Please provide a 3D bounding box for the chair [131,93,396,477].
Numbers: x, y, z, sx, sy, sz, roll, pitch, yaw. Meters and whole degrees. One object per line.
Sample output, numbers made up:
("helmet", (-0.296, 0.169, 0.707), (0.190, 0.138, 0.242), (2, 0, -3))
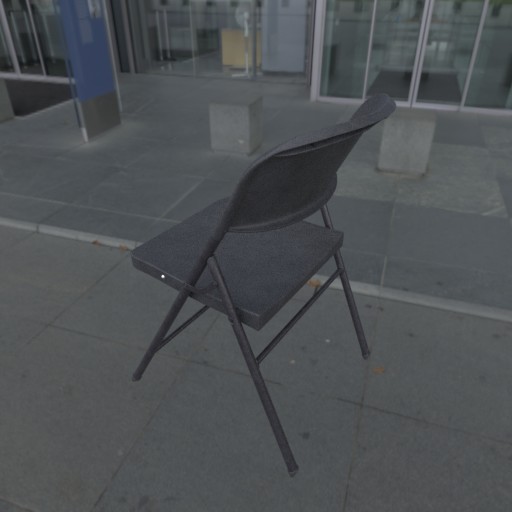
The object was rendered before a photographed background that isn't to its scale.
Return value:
("chair", (0.000, 0.000, 1.138), (0.567, 0.810, 0.494), (19, 37, 28))
